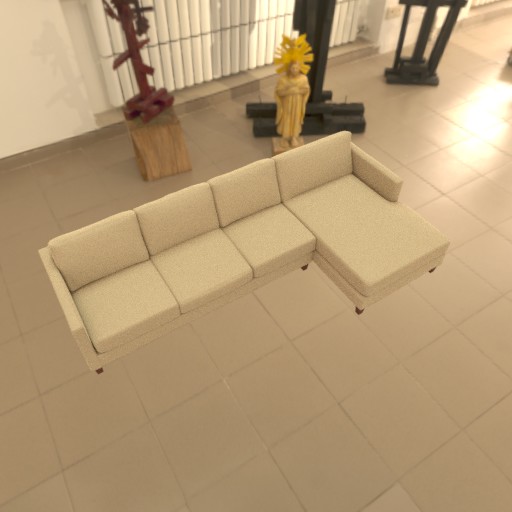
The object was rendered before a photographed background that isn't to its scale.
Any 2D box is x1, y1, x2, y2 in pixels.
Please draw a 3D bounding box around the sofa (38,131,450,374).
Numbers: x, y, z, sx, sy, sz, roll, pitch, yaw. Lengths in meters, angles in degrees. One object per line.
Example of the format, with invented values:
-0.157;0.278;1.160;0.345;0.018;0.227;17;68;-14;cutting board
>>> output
0.000;0.000;3.872;3.186;0.861;1.625;-25;52;-21;sofa
